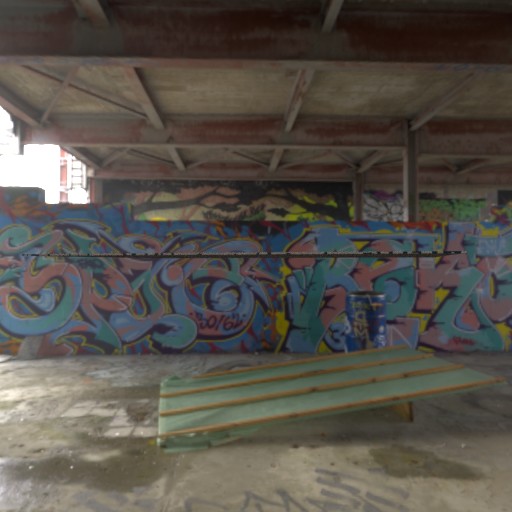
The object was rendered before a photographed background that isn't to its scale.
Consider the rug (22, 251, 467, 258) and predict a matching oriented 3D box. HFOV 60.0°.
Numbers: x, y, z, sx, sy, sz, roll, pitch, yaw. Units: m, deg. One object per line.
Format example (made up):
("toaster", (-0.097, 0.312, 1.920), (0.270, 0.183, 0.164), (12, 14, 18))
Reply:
("rug", (0.000, 0.000, 2.301), (1.828, 0.007, 1.220), (0, -1, 18))
